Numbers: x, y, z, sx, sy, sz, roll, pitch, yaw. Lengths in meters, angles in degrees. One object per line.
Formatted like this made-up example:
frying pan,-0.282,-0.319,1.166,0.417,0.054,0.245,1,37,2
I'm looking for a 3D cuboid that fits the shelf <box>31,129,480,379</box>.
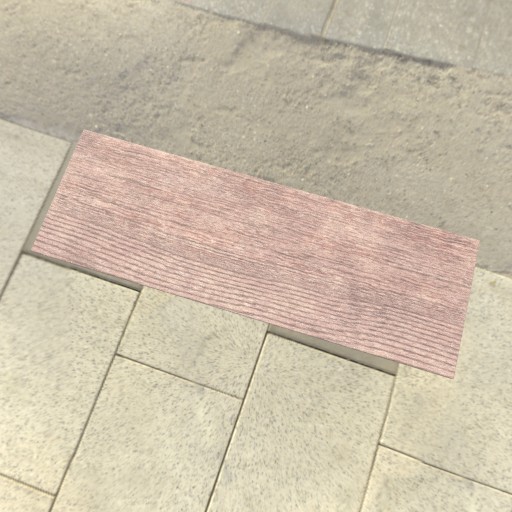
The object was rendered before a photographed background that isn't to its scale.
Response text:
shelf,0.000,0.000,0.693,0.610,0.125,0.200,16,77,4
